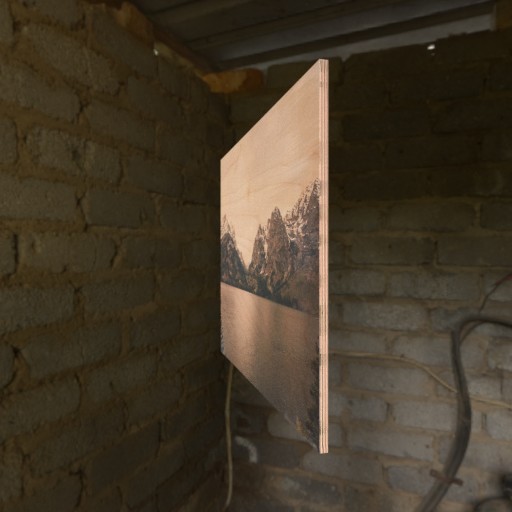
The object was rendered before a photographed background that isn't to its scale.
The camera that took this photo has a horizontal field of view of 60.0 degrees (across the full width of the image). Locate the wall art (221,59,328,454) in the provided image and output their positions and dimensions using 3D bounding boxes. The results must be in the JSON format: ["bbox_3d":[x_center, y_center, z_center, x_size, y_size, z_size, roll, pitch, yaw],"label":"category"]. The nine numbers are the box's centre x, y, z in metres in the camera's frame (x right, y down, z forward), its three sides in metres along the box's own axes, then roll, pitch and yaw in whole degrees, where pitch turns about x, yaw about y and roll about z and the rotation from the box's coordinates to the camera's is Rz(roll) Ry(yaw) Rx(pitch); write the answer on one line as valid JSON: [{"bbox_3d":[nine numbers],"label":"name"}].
[{"bbox_3d":[0.000,0.000,0.703,0.010,0.408,0.508,0,0,-16],"label":"wall art"}]
